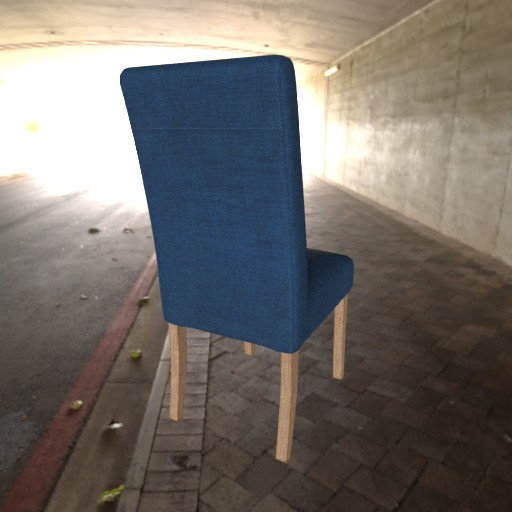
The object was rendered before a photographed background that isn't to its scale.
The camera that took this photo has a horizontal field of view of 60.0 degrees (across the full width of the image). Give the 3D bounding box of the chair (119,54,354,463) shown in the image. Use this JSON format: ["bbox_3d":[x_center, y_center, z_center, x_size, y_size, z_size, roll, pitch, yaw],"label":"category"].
[{"bbox_3d":[0.000,0.000,1.347,0.450,1.029,0.610,9,18,27],"label":"chair"}]
